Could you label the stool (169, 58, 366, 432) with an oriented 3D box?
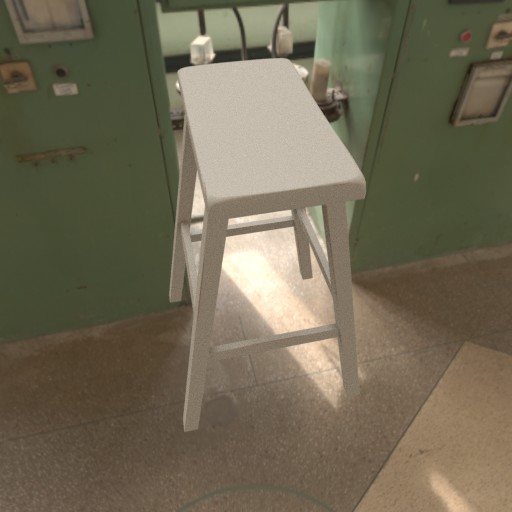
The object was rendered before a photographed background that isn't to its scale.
[{"bbox_3d":[0.000,0.000,1.054,0.476,0.737,0.457,-9,48,-8],"label":"stool"}]
